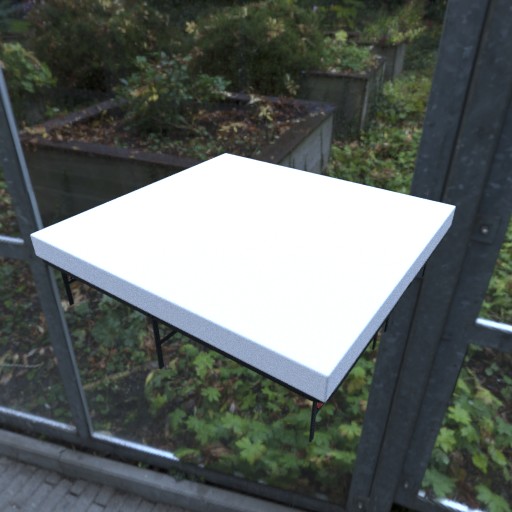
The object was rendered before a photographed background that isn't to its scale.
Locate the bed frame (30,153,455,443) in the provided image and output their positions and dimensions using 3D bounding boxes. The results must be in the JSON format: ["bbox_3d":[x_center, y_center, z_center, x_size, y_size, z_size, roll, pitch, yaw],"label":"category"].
[{"bbox_3d":[0.000,0.000,3.035,2.032,0.559,1.930,20,36,29],"label":"bed frame"}]
